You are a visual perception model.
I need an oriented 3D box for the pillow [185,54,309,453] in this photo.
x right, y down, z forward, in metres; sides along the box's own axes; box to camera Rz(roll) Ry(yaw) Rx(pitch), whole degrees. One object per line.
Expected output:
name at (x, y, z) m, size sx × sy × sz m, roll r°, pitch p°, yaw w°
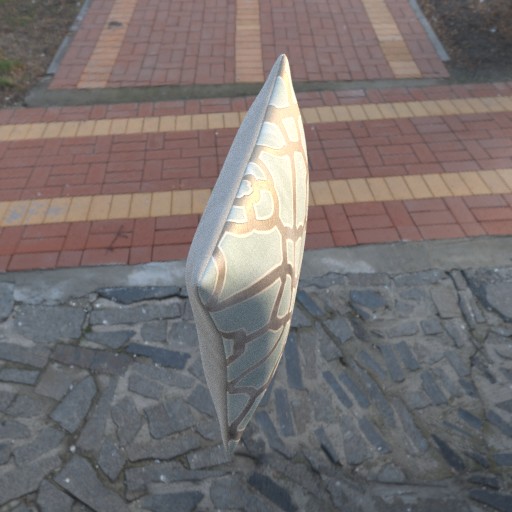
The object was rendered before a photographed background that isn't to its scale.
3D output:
pillow at (0.000, 0.000, 0.821) m, size 0.166 × 0.508 × 0.552 m, roll 9°, pitch 49°, yaw 8°
